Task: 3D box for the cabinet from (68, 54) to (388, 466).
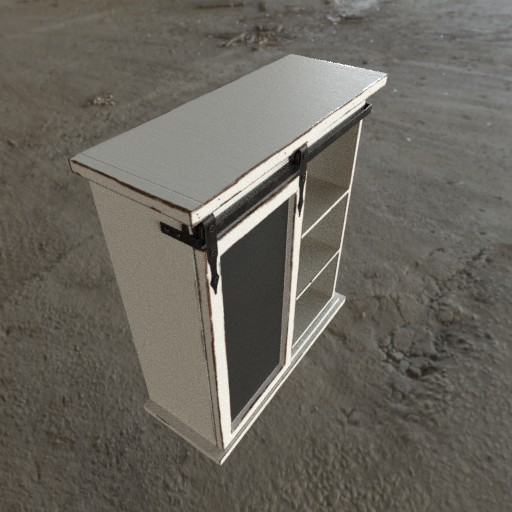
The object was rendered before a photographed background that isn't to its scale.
[{"bbox_3d":[0.000,0.000,0.885,0.210,0.603,0.541,25,46,26],"label":"cabinet"}]
